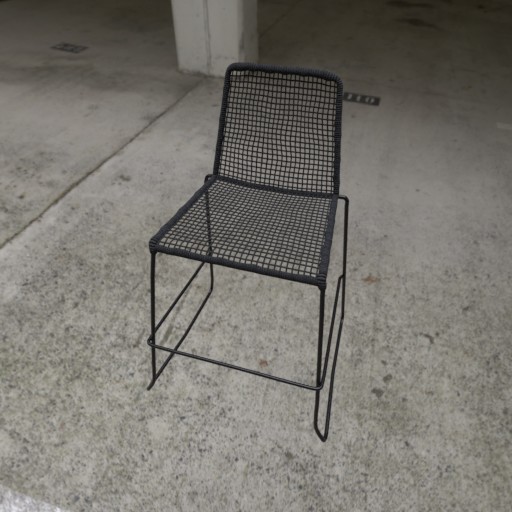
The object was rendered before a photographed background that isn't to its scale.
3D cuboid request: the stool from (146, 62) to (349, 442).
[{"bbox_3d":[0.000,0.000,1.260,0.590,0.905,0.509,12,42,13],"label":"stool"}]
